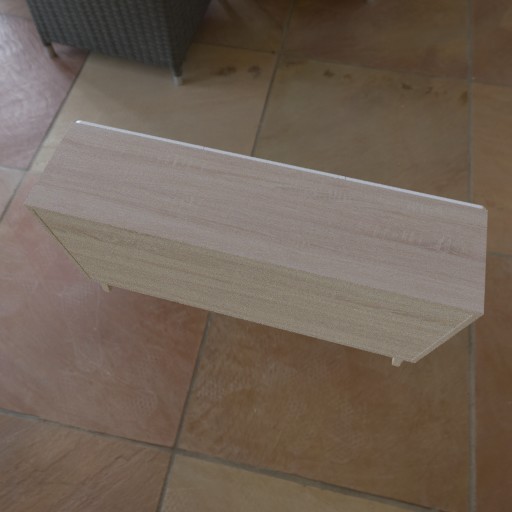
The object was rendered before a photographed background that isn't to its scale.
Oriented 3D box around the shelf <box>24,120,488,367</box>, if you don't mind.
[{"bbox_3d":[0.000,0.000,1.819,1.490,0.780,0.400,13,64,7],"label":"shelf"}]
